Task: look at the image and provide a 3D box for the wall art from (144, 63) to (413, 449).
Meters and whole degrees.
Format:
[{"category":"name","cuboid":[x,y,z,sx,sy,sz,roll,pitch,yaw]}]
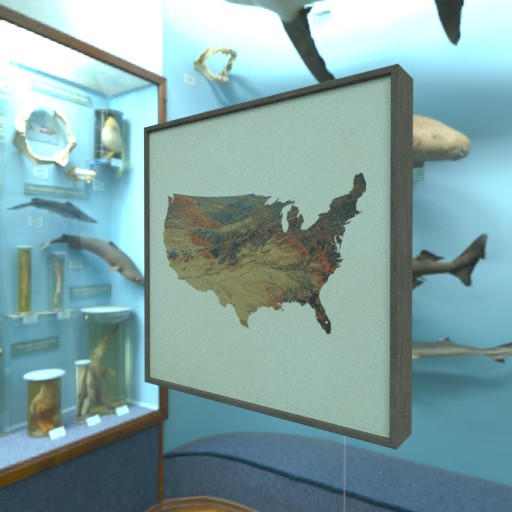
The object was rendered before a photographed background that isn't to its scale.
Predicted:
[{"category":"wall art","cuboid":[0.000,0.000,0.451,0.303,0.302,0.038,1,1,36]}]
